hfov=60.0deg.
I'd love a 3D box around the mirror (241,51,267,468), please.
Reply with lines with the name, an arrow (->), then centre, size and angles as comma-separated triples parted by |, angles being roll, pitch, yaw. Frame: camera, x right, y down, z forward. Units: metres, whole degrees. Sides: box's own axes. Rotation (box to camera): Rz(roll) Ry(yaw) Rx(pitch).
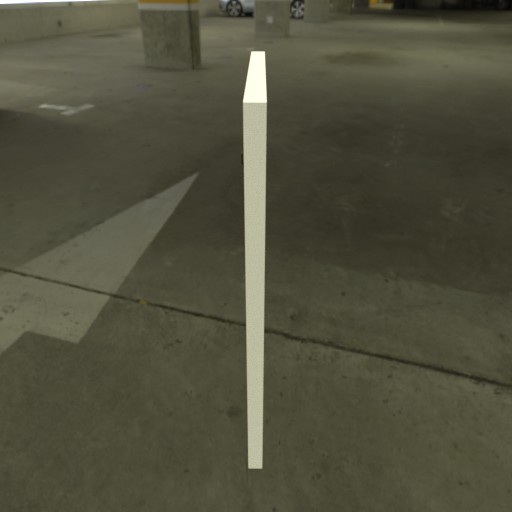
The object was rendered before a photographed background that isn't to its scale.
mirror -> 0.000, 0.000, 1.167 | 0.041, 0.914, 0.609 | 0, 31, 1
